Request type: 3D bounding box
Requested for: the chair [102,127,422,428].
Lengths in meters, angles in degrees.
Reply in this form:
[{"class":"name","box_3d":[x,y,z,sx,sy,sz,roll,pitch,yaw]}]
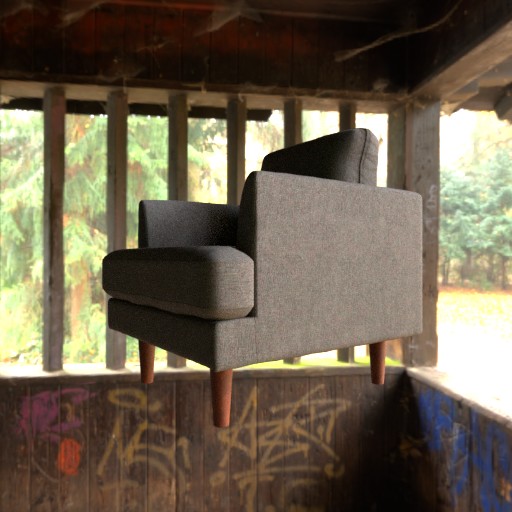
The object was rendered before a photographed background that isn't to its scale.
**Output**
[{"class":"chair","box_3d":[0.000,0.000,1.648,0.899,0.957,0.858,0,0,-37]}]
